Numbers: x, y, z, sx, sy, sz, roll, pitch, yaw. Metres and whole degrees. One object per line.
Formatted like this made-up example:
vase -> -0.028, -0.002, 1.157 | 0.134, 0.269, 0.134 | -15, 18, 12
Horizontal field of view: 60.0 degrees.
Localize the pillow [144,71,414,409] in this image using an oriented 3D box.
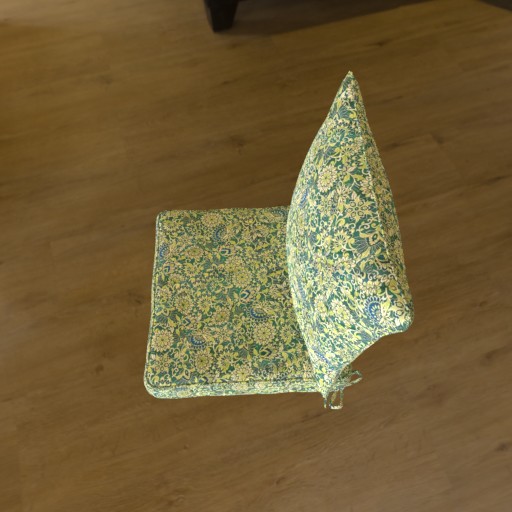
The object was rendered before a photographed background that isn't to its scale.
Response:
pillow -> 0.000, 0.000, 1.351 | 0.740, 0.722, 0.798 | -2, 60, -1
